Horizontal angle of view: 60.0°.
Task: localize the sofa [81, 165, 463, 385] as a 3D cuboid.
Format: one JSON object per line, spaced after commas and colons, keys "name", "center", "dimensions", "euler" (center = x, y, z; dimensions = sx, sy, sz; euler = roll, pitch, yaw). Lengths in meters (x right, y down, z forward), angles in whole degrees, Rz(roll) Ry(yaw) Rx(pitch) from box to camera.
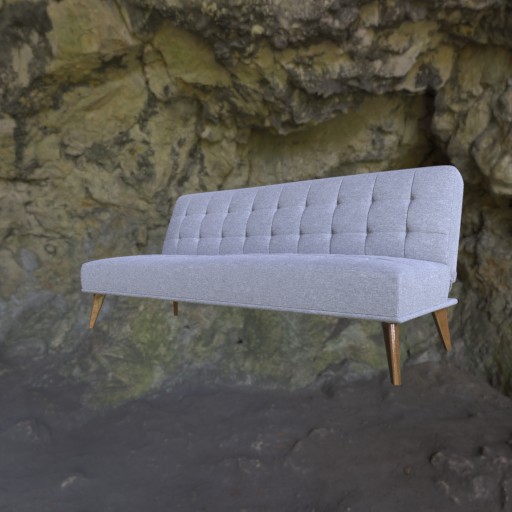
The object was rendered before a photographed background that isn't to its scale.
{"name": "sofa", "center": [0.000, 0.000, 2.248], "dimensions": [1.800, 0.810, 0.860], "euler": [0, 1, 37]}
